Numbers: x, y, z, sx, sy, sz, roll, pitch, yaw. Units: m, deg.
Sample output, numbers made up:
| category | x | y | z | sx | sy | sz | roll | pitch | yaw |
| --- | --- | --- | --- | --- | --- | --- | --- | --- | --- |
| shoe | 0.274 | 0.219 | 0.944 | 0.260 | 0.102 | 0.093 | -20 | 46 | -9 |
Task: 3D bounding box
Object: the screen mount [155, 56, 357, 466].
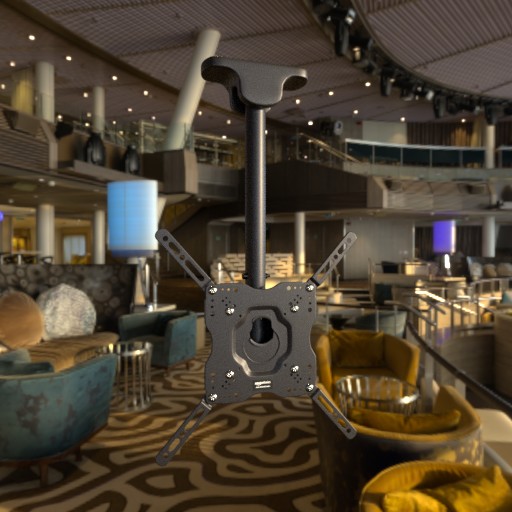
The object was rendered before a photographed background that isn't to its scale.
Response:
| category | x | y | z | sx | sy | sz | roll | pitch | yaw |
| --- | --- | --- | --- | --- | --- | --- | --- | --- | --- |
| screen mount | 0.000 | 0.000 | 0.865 | 0.393 | 0.729 | 0.090 | 0 | 0 | -18 |
